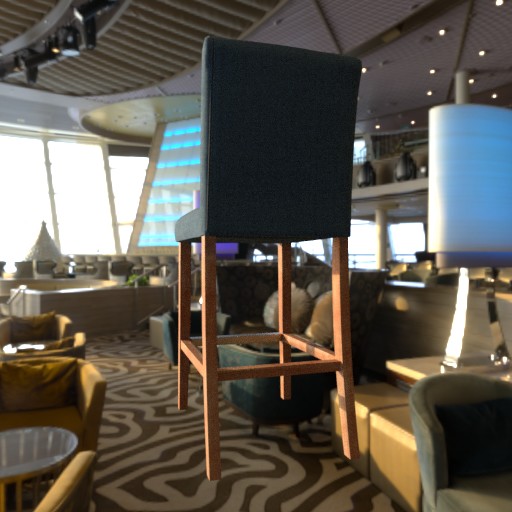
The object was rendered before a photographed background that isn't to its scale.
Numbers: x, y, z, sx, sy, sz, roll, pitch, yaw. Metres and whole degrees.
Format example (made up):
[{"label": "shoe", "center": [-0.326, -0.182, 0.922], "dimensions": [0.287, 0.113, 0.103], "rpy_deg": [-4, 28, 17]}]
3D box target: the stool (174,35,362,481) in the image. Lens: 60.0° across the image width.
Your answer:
[{"label": "stool", "center": [0.000, 0.000, 1.391], "dimensions": [0.454, 1.088, 0.574], "rpy_deg": [0, 0, -17]}]
